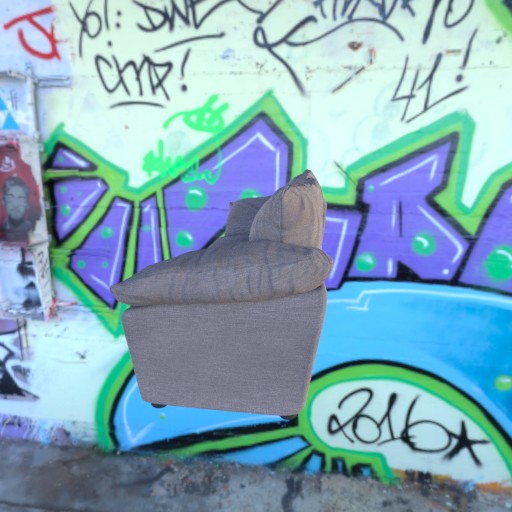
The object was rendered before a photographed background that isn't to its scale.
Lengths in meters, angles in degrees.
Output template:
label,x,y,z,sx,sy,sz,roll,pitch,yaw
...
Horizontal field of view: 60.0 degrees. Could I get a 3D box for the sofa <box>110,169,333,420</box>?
label,x,y,z,sx,sy,sz,roll,pitch,yaw
sofa,0.000,0.000,2.858,0.927,1.043,2.390,2,14,8
